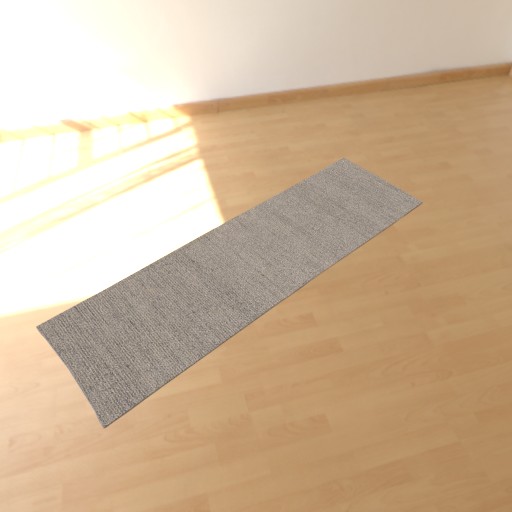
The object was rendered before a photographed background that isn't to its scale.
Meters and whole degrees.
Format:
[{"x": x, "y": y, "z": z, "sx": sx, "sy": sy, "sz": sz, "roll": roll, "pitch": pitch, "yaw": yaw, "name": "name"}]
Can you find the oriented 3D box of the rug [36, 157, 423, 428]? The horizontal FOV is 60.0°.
[{"x": 0.000, "y": 0.000, "z": 2.569, "sx": 2.320, "sy": 0.032, "sz": 0.692, "roll": -32, "pitch": 54, "yaw": -27, "name": "rug"}]
